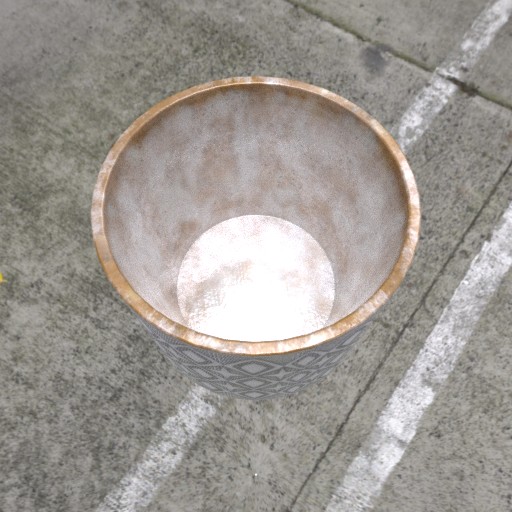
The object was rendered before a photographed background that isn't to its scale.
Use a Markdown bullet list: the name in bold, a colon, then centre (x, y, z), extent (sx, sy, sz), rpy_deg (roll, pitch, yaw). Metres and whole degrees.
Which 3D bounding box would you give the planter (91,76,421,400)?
- **planter**: centre (0.000, 0.000, 0.444), extent (0.255, 0.223, 0.255), rpy_deg (0, 64, 0)
